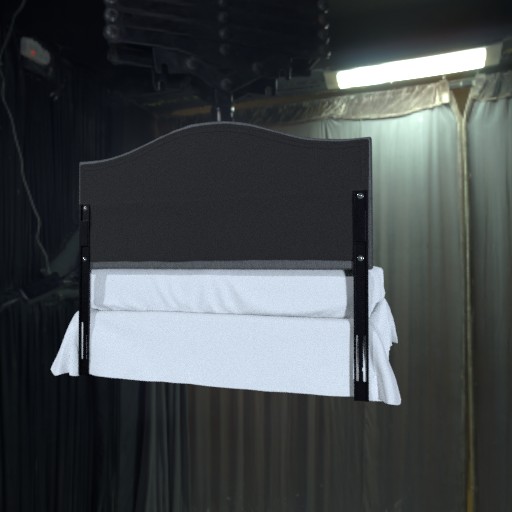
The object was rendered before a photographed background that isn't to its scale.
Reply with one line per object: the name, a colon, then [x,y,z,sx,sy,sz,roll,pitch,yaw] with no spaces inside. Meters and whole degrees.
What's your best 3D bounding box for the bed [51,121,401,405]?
bed: [0.000,0.000,3.739,2.314,1.651,2.219,0,-1,18]
